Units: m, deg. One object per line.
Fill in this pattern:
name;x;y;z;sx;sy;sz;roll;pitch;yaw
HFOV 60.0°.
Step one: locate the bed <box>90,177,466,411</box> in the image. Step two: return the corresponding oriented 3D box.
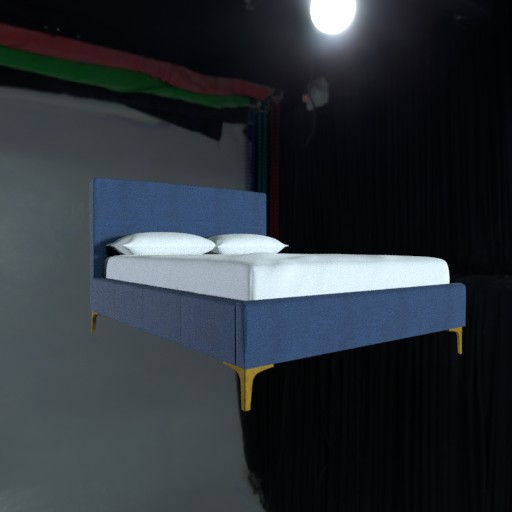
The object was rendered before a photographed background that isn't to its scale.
bed;0.000;0.000;3.164;1.723;1.231;2.172;-1;1;-36
